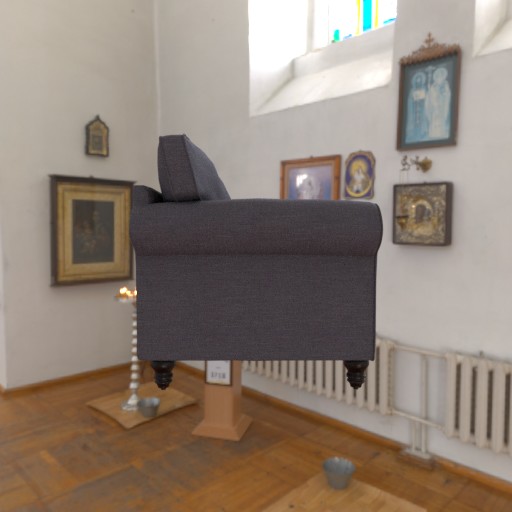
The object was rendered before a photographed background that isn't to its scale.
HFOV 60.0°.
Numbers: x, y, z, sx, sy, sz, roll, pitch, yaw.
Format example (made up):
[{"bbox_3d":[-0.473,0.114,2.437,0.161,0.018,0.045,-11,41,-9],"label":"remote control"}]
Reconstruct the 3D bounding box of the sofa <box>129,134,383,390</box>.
[{"bbox_3d":[0.000,0.000,2.580,0.909,0.966,2.084,0,2,0],"label":"sofa"}]
